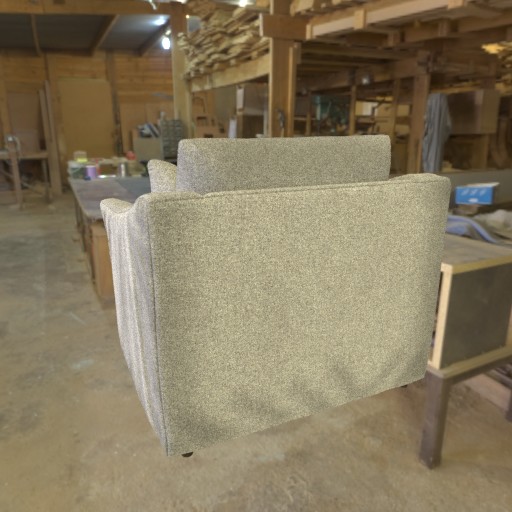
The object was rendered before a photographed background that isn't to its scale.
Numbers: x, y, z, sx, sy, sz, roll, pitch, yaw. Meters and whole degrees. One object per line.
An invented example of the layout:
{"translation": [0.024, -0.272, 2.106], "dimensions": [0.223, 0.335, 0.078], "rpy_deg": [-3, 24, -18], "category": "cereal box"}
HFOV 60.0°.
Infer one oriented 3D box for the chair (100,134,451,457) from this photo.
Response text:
{"translation": [0.000, 0.000, 1.996], "dimensions": [1.194, 1.059, 1.071], "rpy_deg": [-8, 18, -24], "category": "chair"}
